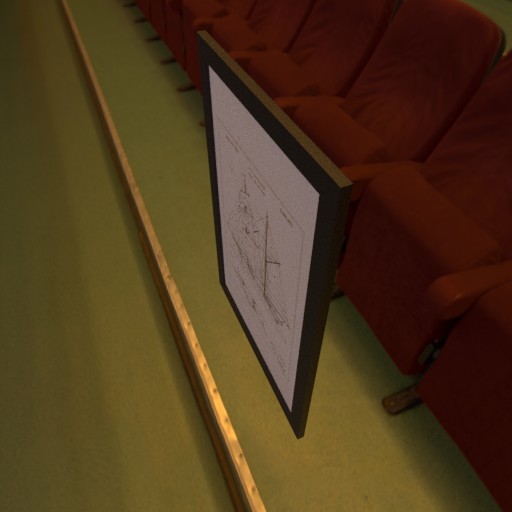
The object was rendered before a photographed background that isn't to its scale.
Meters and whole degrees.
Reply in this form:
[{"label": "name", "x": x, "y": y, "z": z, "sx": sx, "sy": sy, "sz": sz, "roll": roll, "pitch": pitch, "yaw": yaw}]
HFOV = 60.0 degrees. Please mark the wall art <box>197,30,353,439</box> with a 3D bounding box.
[{"label": "wall art", "x": 0.000, "y": 0.000, "z": 0.683, "sx": 0.013, "sy": 0.534, "sz": 0.381, "roll": -17, "pitch": 49, "yaw": -16}]
